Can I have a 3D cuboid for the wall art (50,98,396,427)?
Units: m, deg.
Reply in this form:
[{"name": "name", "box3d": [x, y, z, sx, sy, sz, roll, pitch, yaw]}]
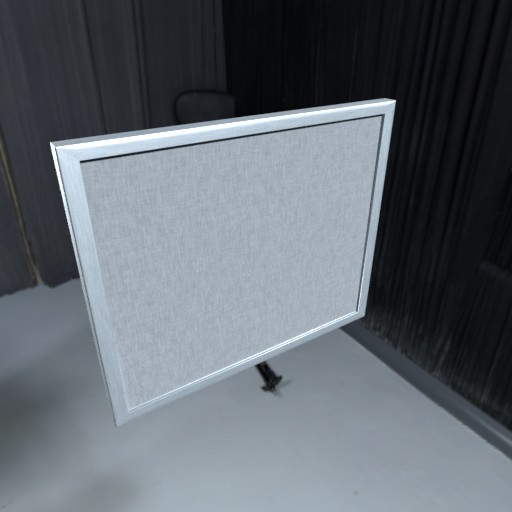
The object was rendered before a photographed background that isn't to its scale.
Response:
[{"name": "wall art", "box3d": [0.000, 0.000, 0.749, 0.556, 0.457, 0.028, -17, 33, -28]}]
